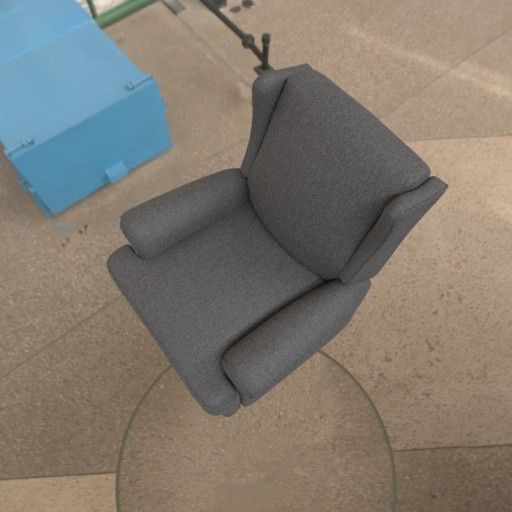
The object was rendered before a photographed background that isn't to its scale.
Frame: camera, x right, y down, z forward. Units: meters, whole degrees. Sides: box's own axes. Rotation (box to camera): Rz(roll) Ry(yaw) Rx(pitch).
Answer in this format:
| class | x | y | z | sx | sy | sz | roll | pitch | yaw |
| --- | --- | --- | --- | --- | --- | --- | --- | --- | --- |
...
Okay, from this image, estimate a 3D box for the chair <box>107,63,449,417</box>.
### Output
| class | x | y | z | sx | sy | sz | roll | pitch | yaw |
| --- | --- | --- | --- | --- | --- | --- | --- | --- | --- |
| chair | 0.000 | 0.000 | 1.695 | 0.969 | 1.011 | 0.847 | -35 | 69 | -15 |
